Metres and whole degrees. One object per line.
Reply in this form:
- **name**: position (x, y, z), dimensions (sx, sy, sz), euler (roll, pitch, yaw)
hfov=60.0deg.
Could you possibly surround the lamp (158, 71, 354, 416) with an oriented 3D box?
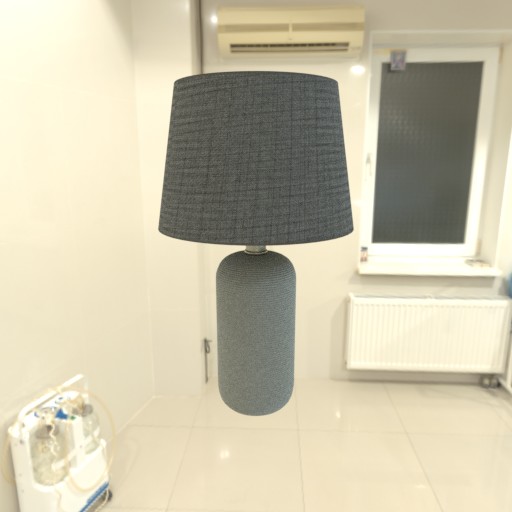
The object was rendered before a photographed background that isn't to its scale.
- **lamp**: position (0.000, 0.000, 0.592), dimensions (0.251, 0.429, 0.251), euler (0, 13, 0)
